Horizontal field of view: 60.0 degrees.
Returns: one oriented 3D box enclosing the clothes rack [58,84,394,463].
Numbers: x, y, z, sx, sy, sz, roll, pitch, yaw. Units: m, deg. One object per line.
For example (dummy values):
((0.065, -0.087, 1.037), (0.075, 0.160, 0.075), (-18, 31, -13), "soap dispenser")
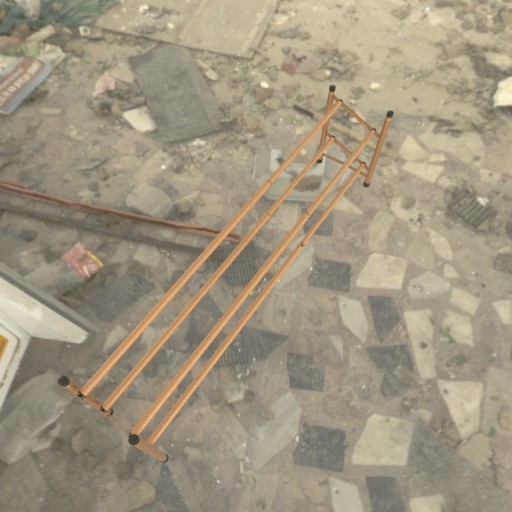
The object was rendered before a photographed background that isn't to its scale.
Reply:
((0.000, 0.000, 1.304), (0.229, 0.349, 1.168), (31, 65, 17), "clothes rack")
